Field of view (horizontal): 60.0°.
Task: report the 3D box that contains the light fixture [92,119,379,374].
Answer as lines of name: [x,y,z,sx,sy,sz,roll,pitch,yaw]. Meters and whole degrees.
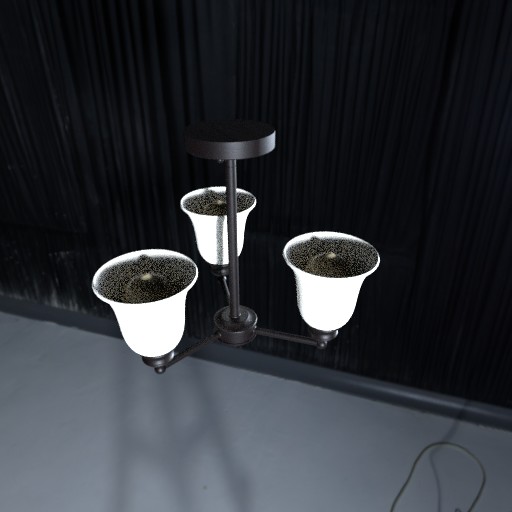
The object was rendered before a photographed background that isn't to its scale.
light fixture: [0.000,0.000,0.664,0.354,0.370,0.388,9,31,15]
